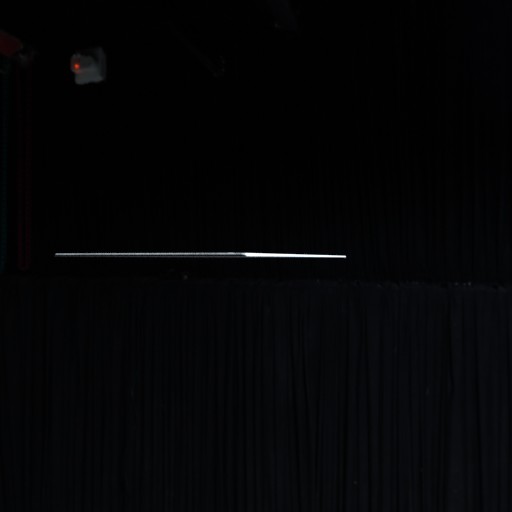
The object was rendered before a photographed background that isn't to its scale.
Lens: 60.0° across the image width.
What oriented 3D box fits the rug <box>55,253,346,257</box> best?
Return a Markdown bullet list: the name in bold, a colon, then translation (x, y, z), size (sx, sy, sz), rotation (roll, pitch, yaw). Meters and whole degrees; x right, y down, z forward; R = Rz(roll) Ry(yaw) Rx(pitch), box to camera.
- **rug**: translation (0.000, 0.000, 2.670), size (0.759, 0.012, 2.430), rotation (0, 0, 19)
